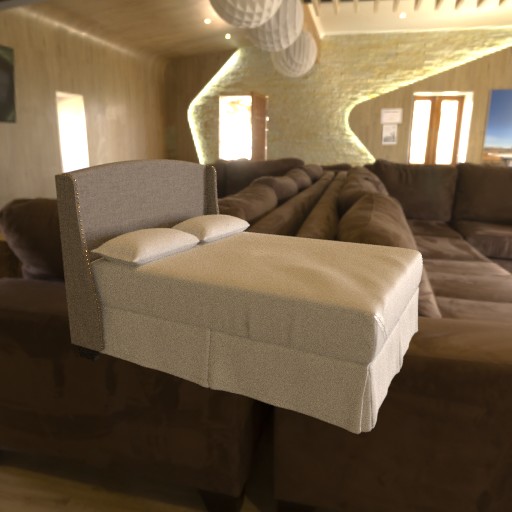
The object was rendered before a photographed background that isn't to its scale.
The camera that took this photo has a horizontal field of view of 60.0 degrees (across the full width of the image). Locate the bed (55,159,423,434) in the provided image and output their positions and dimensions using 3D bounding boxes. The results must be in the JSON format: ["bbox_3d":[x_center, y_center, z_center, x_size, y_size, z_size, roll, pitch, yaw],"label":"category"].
[{"bbox_3d":[0.000,0.000,3.365,2.237,1.407,1.710,7,16,27],"label":"bed"}]
